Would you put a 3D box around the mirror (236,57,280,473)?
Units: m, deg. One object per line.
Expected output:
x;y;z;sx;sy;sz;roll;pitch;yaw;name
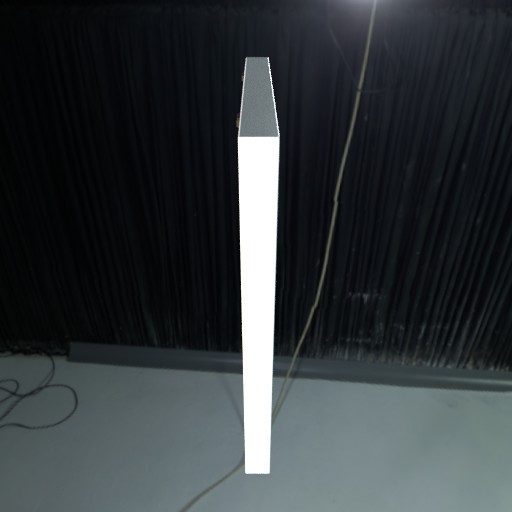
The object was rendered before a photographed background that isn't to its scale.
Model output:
0.000;0.000;0.691;0.041;0.509;0.406;0;33;0;mirror
